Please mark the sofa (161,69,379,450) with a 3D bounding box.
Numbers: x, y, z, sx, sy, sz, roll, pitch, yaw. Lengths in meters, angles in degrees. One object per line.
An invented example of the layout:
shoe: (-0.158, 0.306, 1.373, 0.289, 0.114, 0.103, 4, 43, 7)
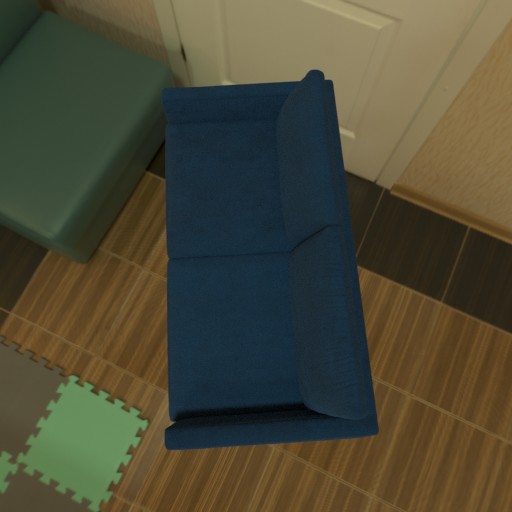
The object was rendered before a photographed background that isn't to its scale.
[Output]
sofa: (0.000, 0.000, 2.160, 0.875, 0.817, 1.676, -4, 74, -1)
